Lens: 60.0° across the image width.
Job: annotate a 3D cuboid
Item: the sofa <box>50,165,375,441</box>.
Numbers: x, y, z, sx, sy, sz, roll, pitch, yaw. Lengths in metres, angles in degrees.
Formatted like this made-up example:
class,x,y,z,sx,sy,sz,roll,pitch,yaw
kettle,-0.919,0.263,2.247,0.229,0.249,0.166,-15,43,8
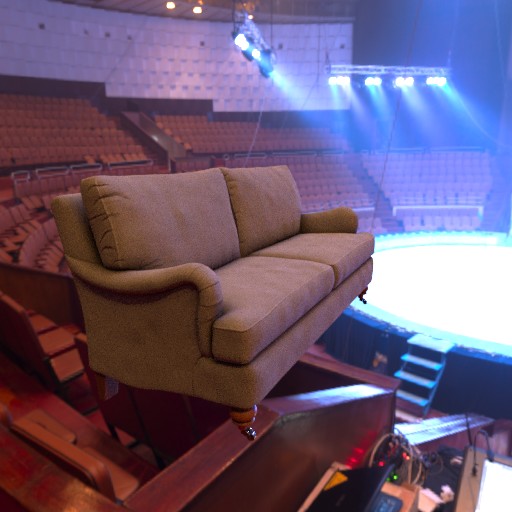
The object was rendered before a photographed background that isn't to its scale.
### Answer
class,x,y,z,sx,sy,sz,roll,pitch,yaw
sofa,0.000,0.000,2.813,1.069,1.096,2.193,7,15,27
